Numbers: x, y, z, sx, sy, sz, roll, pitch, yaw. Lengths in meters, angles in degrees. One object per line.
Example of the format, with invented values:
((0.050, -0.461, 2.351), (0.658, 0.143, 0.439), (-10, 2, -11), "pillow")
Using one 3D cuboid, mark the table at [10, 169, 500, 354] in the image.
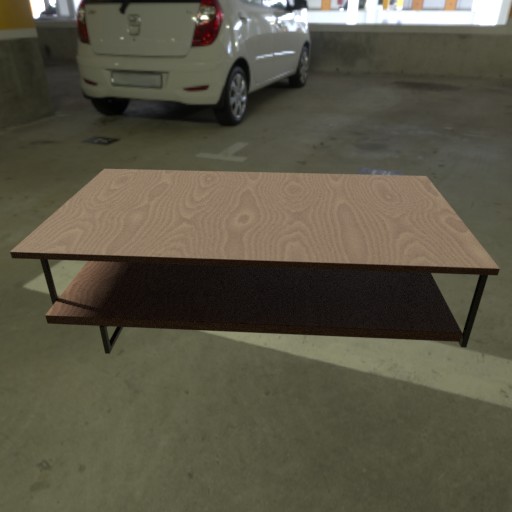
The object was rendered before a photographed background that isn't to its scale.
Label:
((0.000, 0.000, 1.446), (1.197, 0.347, 0.651), (2, 30, 3), "table")
